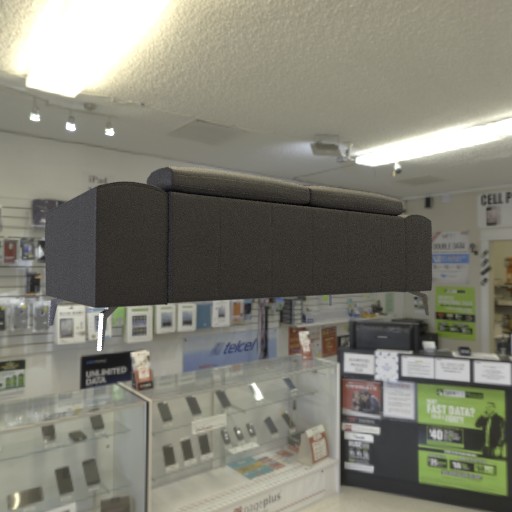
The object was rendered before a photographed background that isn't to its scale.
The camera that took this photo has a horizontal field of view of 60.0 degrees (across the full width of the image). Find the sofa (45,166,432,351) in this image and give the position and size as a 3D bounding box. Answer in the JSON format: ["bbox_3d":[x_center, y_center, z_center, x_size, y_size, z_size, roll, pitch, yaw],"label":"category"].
[{"bbox_3d":[0.000,0.000,2.836,2.330,0.814,1.048,1,-2,-36],"label":"sofa"}]
